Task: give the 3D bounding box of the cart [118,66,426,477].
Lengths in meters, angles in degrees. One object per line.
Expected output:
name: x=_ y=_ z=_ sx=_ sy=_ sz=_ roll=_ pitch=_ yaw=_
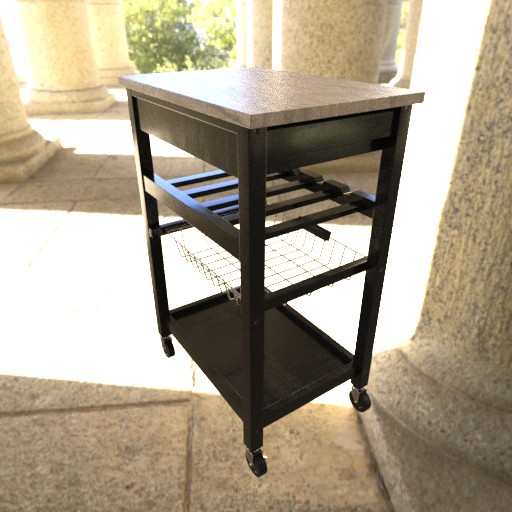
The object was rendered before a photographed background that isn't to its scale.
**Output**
cart: x=0.000 y=0.000 z=1.145 sx=0.403 sy=0.839 sz=0.584 roll=-18 pitch=33 yaw=-30
